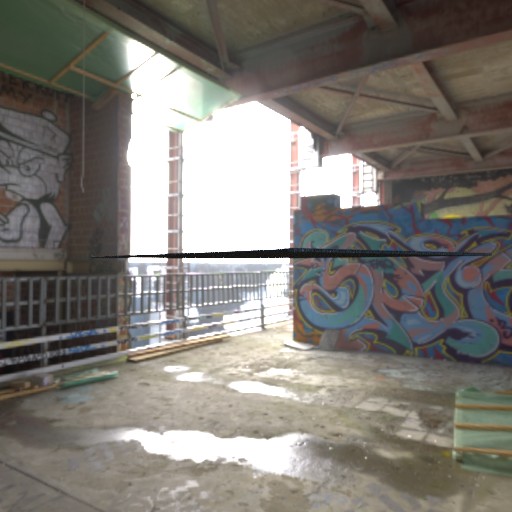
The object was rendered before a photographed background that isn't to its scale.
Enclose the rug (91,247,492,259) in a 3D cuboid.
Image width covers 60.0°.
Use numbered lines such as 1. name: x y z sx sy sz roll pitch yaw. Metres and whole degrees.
1. rug: 0.000 0.000 3.025 1.530 0.015 2.449 1 -1 -36
